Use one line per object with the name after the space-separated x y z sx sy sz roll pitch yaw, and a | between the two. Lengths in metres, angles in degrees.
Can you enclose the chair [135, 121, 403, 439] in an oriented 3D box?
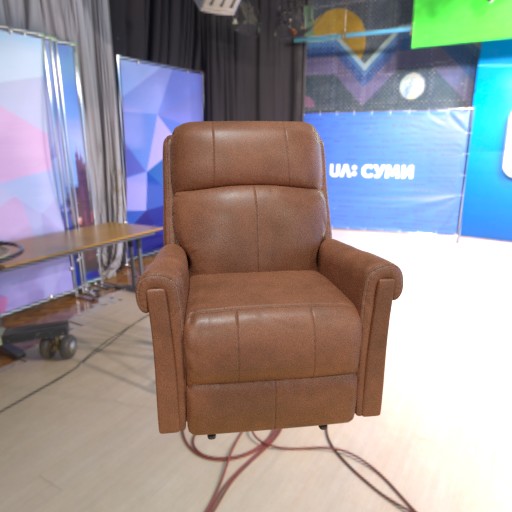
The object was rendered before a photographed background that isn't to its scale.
0.000 0.000 1.795 0.838 1.054 1.014 -2 16 -7 | chair
